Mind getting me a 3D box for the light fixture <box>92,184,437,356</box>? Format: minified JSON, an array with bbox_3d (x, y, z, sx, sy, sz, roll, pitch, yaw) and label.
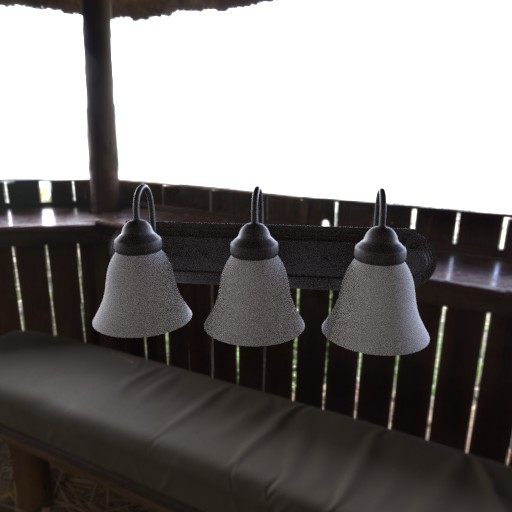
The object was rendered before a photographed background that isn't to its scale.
[{"bbox_3d":[0.000,0.000,0.718,0.610,0.222,0.199,2,15,8],"label":"light fixture"}]
